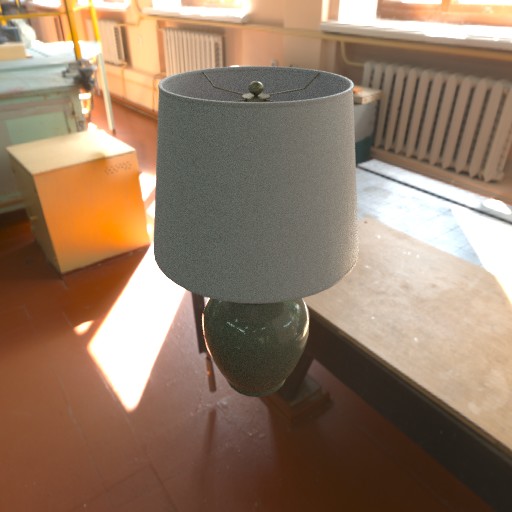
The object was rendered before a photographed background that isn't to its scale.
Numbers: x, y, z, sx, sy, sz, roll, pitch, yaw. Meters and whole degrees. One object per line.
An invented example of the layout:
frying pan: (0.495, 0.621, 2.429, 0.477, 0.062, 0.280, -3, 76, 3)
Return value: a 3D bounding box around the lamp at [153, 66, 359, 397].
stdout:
lamp: (0.000, 0.000, 0.536, 0.239, 0.399, 0.239, 0, 31, 0)
